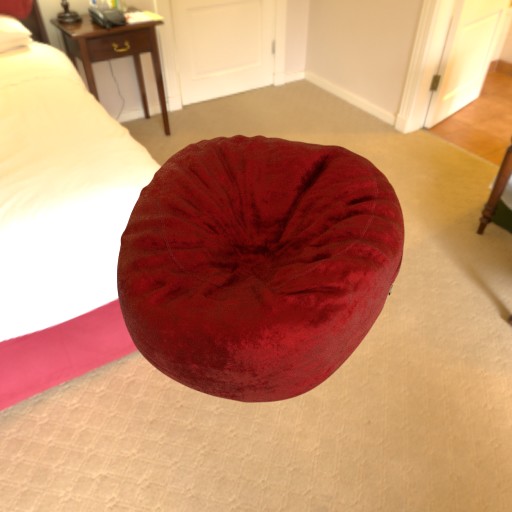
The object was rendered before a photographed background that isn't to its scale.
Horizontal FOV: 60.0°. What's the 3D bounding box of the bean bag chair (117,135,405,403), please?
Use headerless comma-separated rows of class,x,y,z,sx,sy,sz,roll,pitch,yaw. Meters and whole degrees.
bean bag chair,0.000,0.000,2.465,1.524,0.878,1.524,13,43,15
